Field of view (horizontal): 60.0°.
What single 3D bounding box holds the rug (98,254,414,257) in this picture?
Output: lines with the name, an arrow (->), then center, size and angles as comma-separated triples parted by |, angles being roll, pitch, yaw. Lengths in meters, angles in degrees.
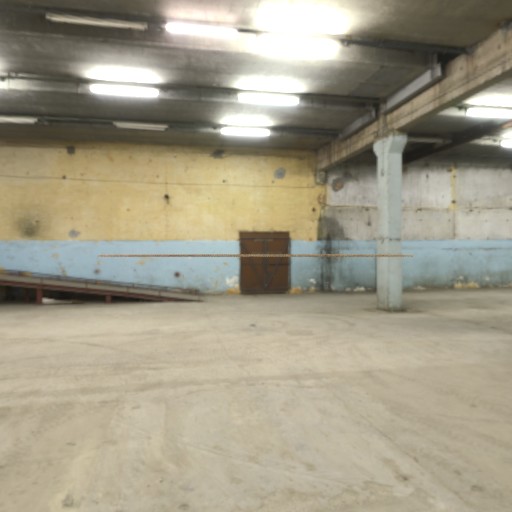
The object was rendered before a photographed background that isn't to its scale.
rug -> 0.000, 0.000, 3.647 | 2.444, 0.015, 2.444 | 0, 0, 0
